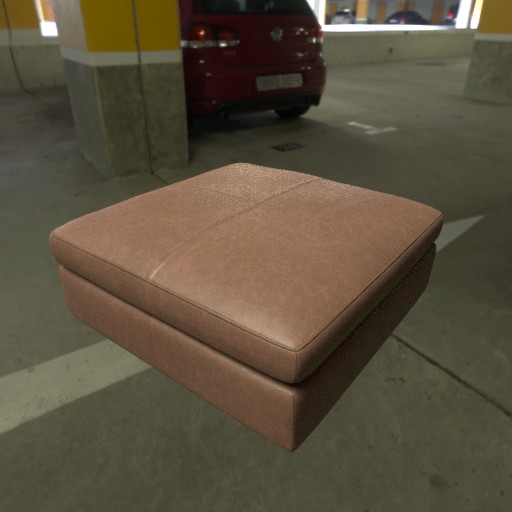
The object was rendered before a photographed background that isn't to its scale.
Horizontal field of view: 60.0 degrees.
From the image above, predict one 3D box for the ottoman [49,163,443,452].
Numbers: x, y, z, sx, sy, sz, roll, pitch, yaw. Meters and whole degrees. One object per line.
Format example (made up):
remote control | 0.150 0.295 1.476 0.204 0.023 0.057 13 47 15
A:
ottoman | 0.000 0.000 1.838 1.168 0.490 1.168 20 34 32
